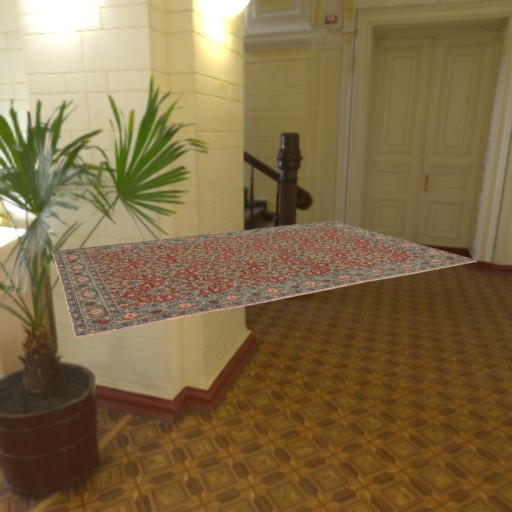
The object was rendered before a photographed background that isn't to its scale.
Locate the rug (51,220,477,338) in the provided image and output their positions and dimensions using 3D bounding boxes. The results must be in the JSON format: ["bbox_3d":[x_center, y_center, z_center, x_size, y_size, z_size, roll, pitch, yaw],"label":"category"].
[{"bbox_3d":[0.000,0.000,2.990,2.439,0.011,1.533,-8,17,-26],"label":"rug"}]
